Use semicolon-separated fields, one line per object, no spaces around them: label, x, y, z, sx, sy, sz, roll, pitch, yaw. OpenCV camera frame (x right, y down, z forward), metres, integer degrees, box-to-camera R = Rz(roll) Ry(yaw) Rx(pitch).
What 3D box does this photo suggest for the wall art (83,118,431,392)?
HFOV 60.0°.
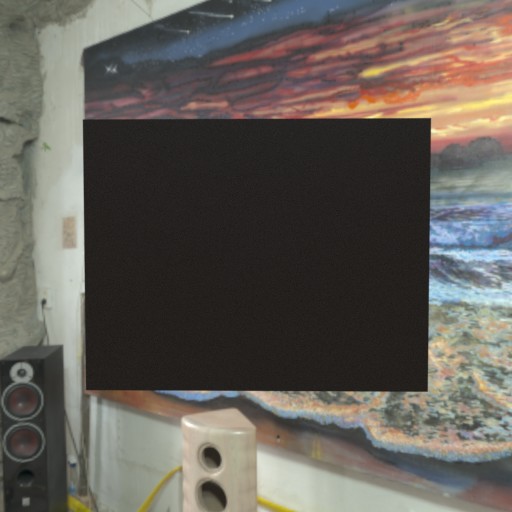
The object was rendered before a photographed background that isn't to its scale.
wall art;0.000;0.000;1.566;1.207;0.952;0.034;0;2;1
